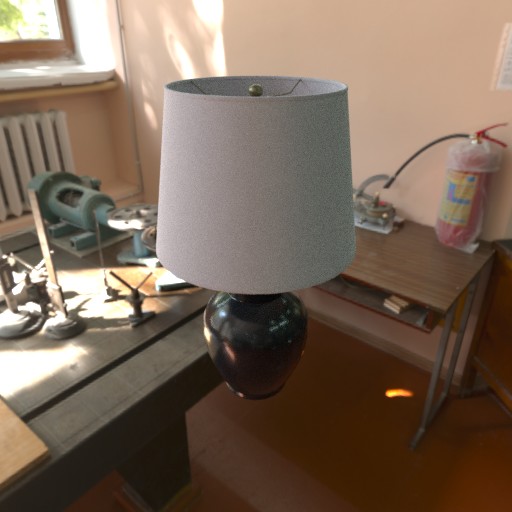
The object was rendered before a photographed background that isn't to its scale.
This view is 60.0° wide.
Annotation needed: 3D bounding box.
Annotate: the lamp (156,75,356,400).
[{"bbox_3d":[0.000,0.000,0.550,0.239,0.399,0.239,0,27,0],"label":"lamp"}]
